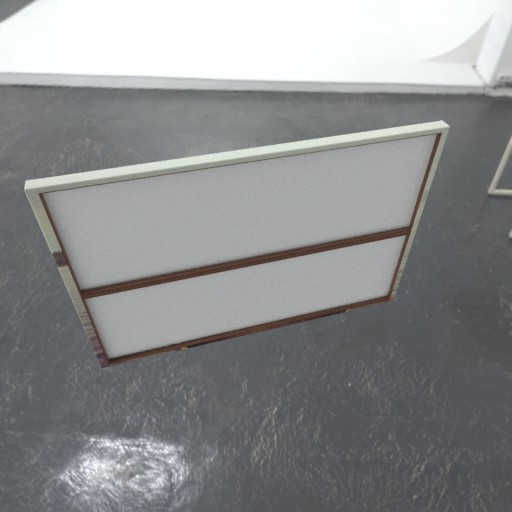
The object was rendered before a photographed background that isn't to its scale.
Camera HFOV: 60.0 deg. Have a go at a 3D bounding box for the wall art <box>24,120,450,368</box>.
[{"bbox_3d":[0.000,0.000,1.434,1.149,0.765,0.040,-11,44,-11],"label":"wall art"}]
